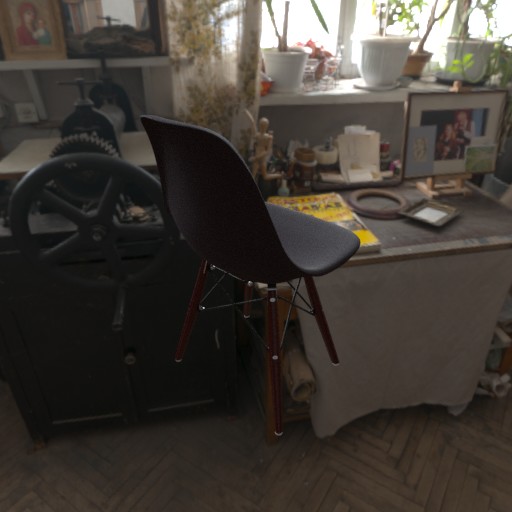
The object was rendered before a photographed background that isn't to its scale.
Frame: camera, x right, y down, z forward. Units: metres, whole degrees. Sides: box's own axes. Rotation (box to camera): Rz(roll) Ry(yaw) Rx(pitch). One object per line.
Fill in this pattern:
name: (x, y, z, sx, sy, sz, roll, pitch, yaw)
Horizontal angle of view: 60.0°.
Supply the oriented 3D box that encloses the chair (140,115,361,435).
chair: (0.000, 0.000, 1.207, 0.470, 0.826, 0.533, 23, 38, 33)
